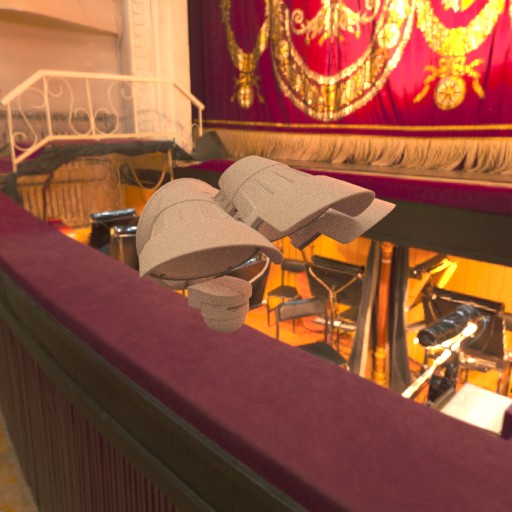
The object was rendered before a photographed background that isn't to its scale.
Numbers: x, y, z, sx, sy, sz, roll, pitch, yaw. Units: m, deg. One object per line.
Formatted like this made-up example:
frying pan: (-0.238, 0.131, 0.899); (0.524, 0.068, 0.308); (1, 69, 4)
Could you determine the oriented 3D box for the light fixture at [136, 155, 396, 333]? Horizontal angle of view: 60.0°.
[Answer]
light fixture: (0.000, 0.000, 0.537); (0.278, 0.237, 0.369); (15, 21, 42)
